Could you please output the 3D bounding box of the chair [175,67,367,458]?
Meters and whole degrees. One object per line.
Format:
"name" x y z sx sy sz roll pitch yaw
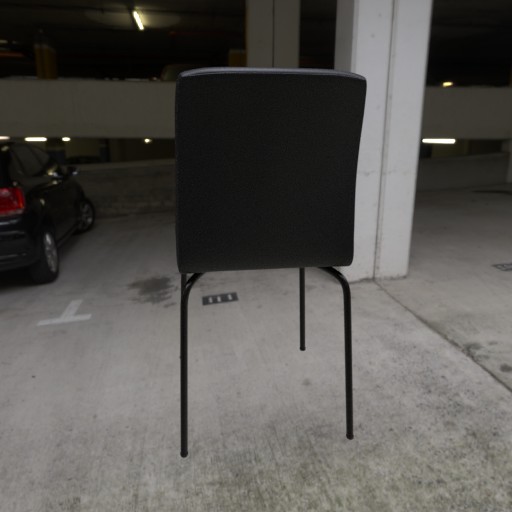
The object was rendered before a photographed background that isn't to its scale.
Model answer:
"chair" 0.000 0.000 1.196 0.450 0.872 0.572 -2 15 -9
